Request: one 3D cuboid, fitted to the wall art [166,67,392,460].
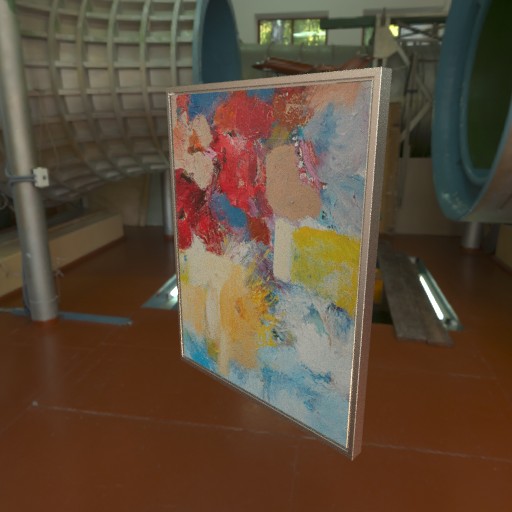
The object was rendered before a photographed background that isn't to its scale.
[{"bbox_3d":[0.000,0.000,0.768,0.444,0.569,0.025,15,23,42],"label":"wall art"}]
